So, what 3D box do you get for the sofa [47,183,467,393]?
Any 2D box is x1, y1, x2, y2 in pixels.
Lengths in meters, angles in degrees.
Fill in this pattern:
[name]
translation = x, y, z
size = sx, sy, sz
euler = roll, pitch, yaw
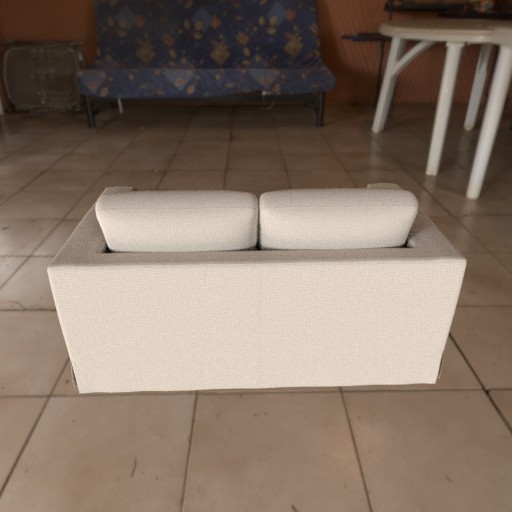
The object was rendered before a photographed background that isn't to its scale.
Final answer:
[sofa]
translation = 0.000, 0.000, 2.394
size = 1.813, 0.932, 1.009
euler = -1, 29, -2
